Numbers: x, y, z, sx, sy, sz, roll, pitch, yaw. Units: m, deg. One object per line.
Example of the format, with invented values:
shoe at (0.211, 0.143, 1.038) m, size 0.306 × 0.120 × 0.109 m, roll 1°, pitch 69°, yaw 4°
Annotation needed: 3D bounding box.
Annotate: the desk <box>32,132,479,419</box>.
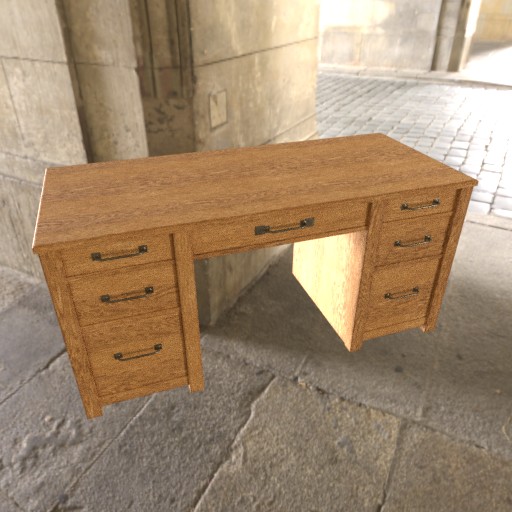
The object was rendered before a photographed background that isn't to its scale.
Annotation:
desk at (0.000, 0.000, 1.932) m, size 1.567 × 0.751 × 0.685 m, roll -10°, pitch 33°, yaw -16°
